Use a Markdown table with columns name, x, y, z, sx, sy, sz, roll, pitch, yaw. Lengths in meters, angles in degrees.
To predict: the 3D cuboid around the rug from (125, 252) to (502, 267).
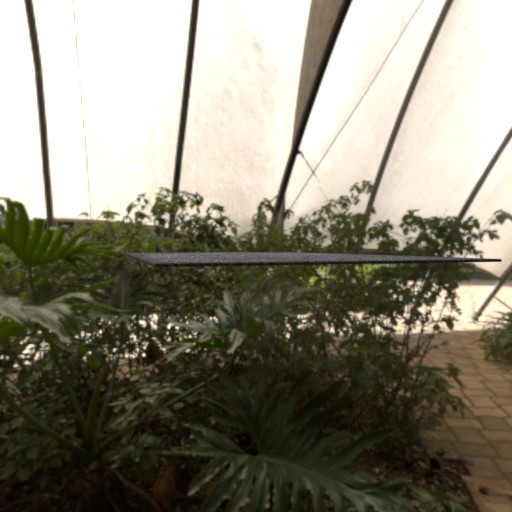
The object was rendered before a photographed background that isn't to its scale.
| name | x | y | z | sx | sy | sz | roll | pitch | yaw |
| --- | --- | --- | --- | --- | --- | --- | --- | --- | --- |
| rug | 0.000 | 0.000 | 2.121 | 1.139 | 0.010 | 1.754 | 0 | 1 | -19 |
